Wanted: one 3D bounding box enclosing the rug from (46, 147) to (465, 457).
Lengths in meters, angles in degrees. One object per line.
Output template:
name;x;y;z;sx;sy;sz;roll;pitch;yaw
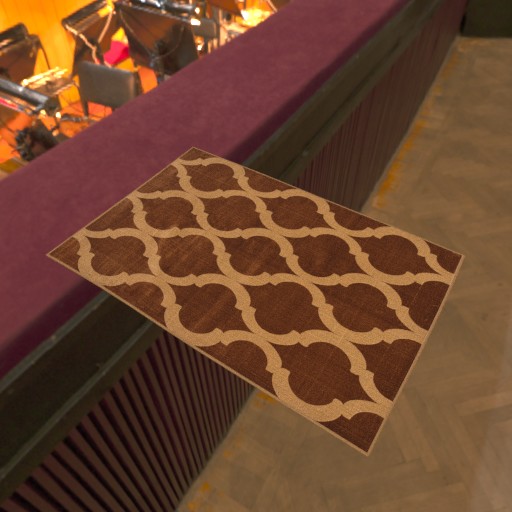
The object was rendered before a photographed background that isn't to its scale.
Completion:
rug;0.000;0.000;2.890;2.290;0.014;1.526;26;52;22
